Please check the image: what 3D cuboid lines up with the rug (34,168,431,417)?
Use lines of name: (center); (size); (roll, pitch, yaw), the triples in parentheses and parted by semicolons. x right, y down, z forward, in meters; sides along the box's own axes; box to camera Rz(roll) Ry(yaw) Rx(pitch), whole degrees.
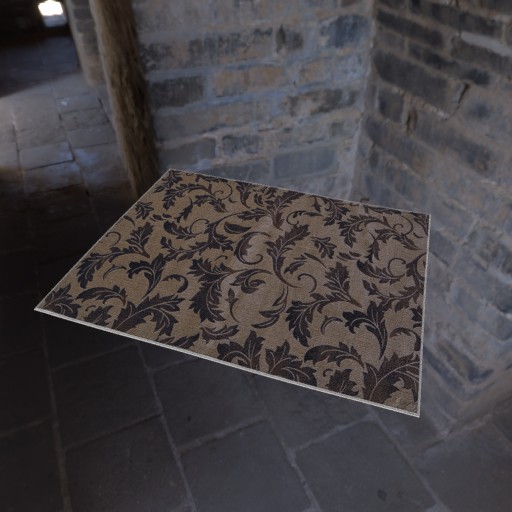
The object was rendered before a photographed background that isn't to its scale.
rug: (0.000, 0.000, 4.034); (2.977, 0.008, 2.380); (12, 42, 14)
